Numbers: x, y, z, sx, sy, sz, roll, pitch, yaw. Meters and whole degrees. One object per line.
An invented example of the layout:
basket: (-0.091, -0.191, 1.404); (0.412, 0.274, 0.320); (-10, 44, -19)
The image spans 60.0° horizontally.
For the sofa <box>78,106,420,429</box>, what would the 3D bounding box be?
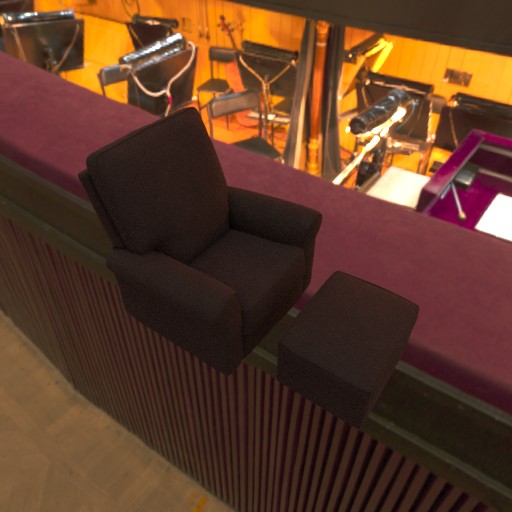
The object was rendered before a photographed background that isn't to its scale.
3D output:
sofa: (0.000, 0.000, 2.081); (1.478, 0.959, 0.880); (25, 47, 26)
